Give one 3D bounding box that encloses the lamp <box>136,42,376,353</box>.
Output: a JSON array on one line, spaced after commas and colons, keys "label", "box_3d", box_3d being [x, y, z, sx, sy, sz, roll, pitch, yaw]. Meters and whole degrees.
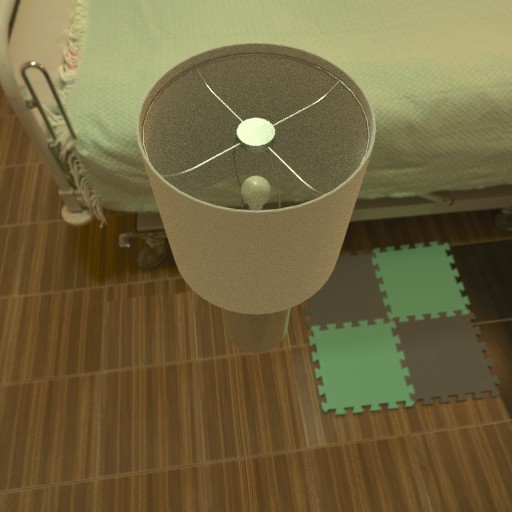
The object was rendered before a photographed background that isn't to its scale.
[{"label": "lamp", "box_3d": [0.000, 0.000, 0.606, 0.212, 0.493, 0.212, -32, 65, -17]}]
